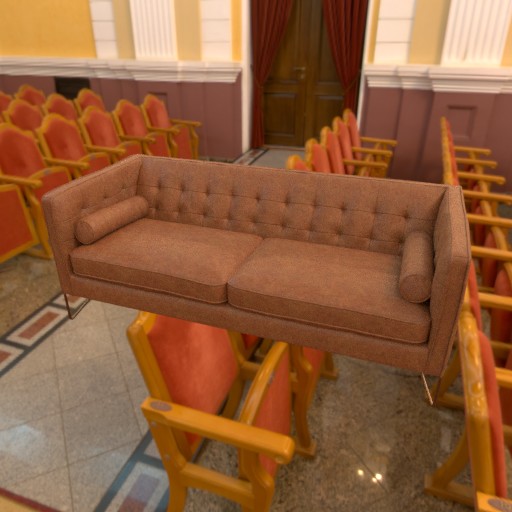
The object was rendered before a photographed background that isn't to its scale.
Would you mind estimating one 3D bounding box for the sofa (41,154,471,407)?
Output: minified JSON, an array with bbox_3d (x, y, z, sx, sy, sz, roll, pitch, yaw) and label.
[{"bbox_3d":[0.000,0.000,2.512,2.079,0.798,0.912,9,28,18],"label":"sofa"}]
